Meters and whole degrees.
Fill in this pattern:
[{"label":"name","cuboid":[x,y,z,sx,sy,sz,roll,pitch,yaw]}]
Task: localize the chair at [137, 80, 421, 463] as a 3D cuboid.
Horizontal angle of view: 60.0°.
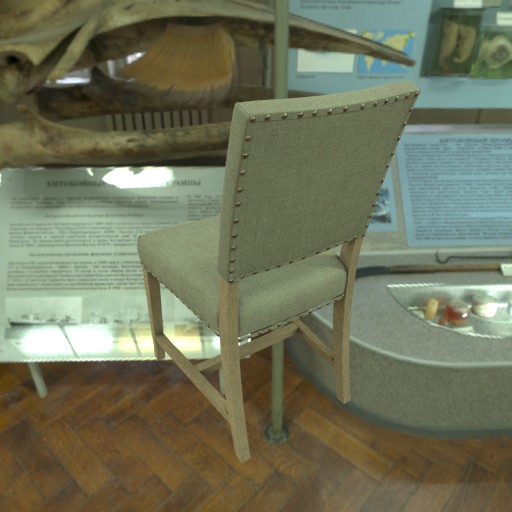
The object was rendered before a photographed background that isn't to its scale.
[{"label":"chair","cuboid":[0.000,0.000,1.281,0.508,0.986,0.622,-18,35,-28]}]
